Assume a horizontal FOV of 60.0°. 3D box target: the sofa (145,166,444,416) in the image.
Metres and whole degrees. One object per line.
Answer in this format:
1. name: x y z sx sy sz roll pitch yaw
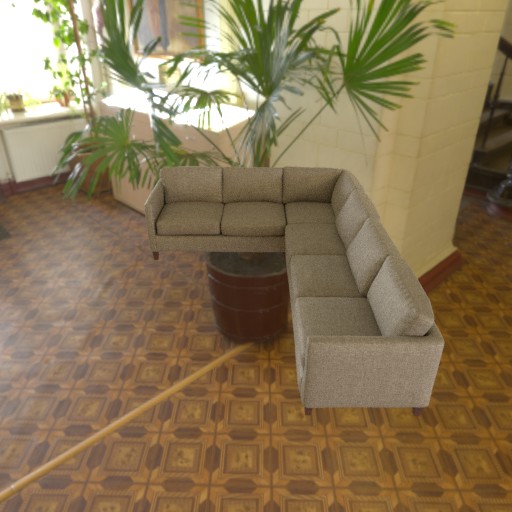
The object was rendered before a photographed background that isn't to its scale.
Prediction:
1. sofa: 0.000 0.000 4.451 2.593 0.947 3.302 0 29 1
